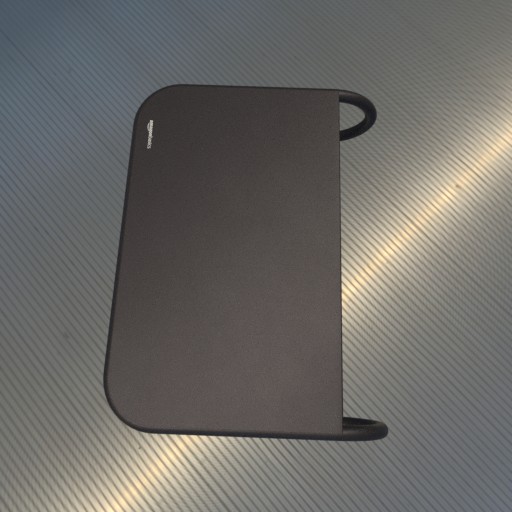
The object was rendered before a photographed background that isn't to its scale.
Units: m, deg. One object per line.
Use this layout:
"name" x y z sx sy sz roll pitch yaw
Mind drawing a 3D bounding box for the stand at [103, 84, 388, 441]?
"stand" 0.000 0.000 0.498 0.280 0.108 0.370 2 75 1
